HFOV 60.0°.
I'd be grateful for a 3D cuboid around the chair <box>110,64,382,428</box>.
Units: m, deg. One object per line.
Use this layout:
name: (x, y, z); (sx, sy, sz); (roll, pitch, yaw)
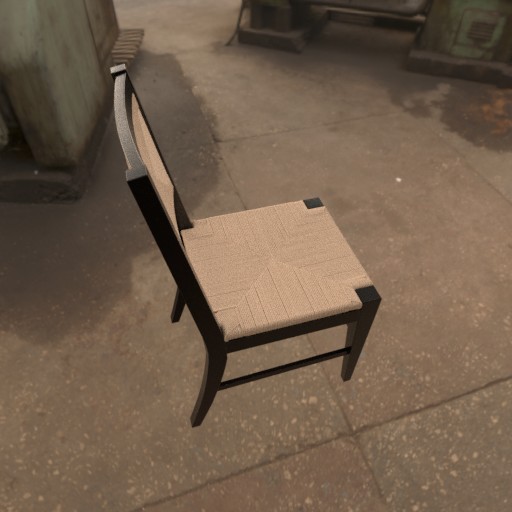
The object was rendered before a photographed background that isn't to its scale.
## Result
chair: (0.000, 0.000, 1.210); (0.552, 0.927, 0.437); (-12, 47, -11)
